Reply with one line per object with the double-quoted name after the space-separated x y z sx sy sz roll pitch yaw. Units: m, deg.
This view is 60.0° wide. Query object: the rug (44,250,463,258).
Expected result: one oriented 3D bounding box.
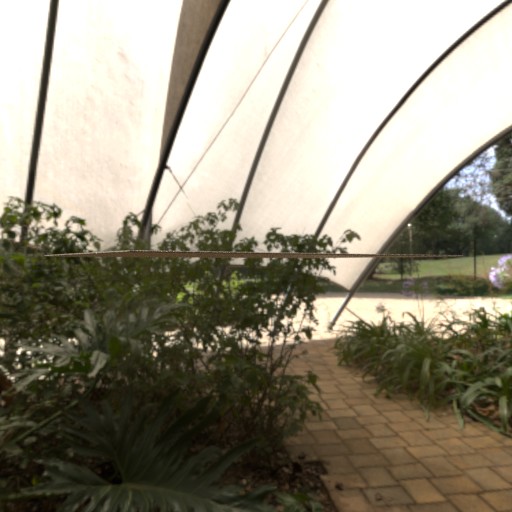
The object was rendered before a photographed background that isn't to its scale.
0.000 0.000 3.710 2.890 0.013 2.005 1 -1 -36 "rug"
